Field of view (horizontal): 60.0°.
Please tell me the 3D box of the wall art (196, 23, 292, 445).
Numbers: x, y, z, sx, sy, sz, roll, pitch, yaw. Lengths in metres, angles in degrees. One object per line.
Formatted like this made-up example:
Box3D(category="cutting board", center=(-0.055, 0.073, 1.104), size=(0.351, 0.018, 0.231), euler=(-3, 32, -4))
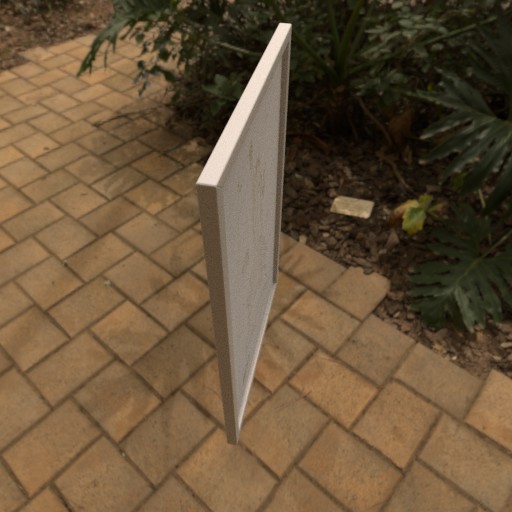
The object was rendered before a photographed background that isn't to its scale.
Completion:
Box3D(category="wall art", center=(0.000, 0.000, 1.014), size=(0.026, 0.813, 0.556), euler=(9, 47, 9))
